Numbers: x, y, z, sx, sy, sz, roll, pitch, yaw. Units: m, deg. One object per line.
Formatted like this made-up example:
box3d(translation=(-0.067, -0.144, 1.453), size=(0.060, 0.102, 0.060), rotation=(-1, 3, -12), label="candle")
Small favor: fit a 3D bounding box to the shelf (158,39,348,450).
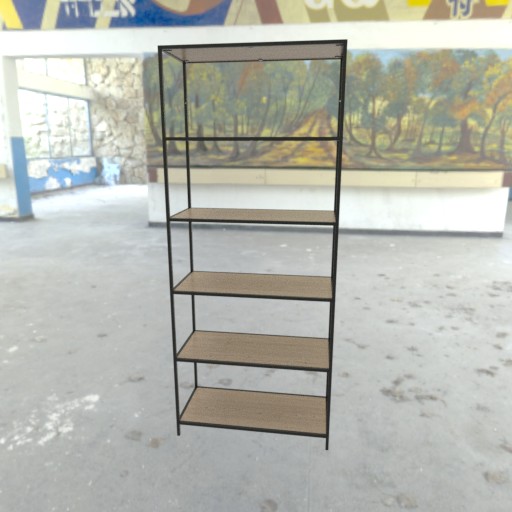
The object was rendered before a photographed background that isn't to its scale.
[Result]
box3d(translation=(0.000, 0.000, 2.168), size=(0.770, 1.850, 0.350), rotation=(2, 14, 8), label="shelf")
